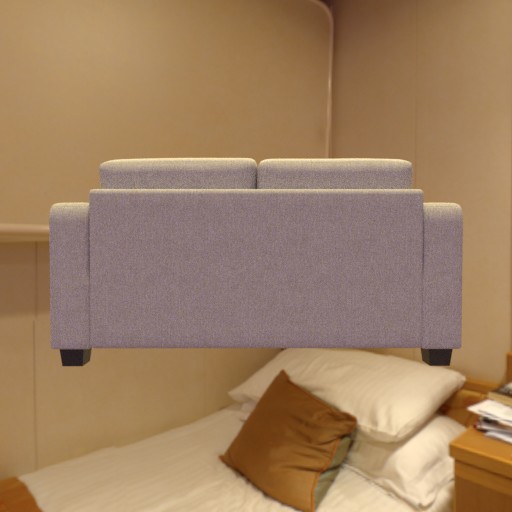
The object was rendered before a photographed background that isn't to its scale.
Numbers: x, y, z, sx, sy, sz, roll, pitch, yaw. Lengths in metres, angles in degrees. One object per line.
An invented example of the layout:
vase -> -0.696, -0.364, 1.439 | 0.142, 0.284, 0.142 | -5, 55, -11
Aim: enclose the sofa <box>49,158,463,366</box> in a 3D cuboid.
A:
sofa -> 0.000, 0.000, 2.057 | 1.540, 0.800, 0.900 | 0, 1, 0
